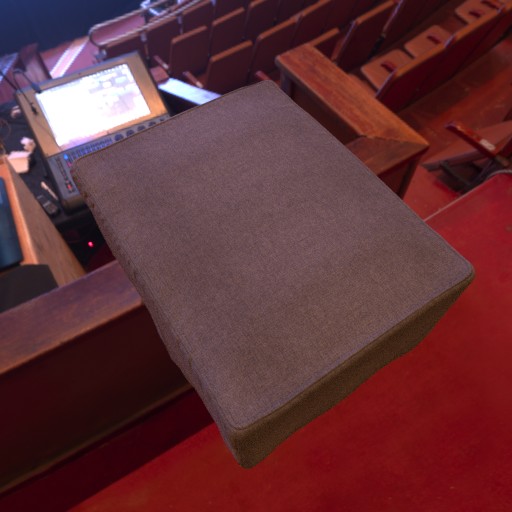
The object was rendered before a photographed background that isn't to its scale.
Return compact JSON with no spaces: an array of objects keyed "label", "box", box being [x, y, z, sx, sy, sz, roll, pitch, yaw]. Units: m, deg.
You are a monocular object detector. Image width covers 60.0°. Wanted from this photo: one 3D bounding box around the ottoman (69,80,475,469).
[{"label":"ottoman","box":[0.000,0.000,1.221,0.652,0.492,0.833,-30,63,-17]}]
